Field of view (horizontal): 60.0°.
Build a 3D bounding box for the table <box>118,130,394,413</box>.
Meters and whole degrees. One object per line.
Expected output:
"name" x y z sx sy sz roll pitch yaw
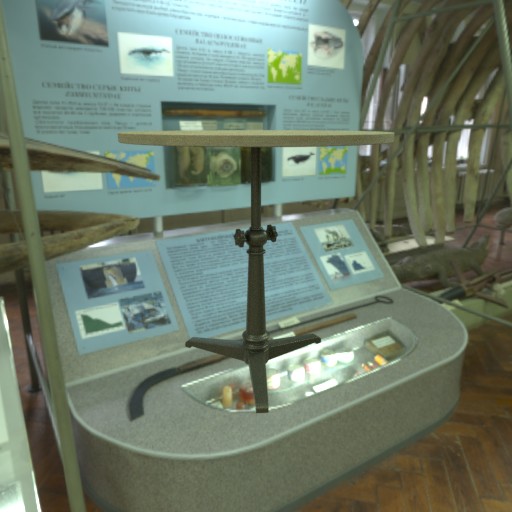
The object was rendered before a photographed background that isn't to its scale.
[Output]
"table" 0.000 0.000 1.447 0.800 0.780 0.800 0 17 0
